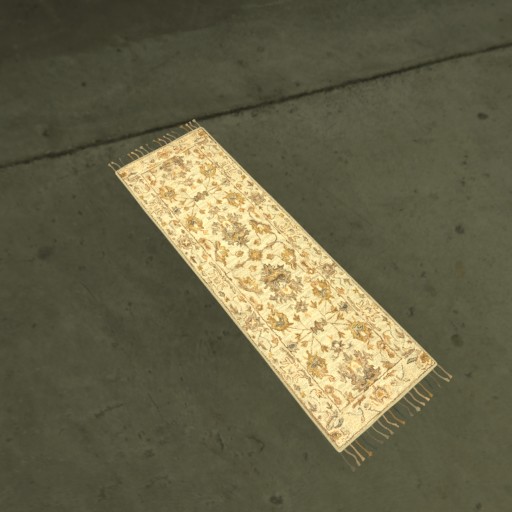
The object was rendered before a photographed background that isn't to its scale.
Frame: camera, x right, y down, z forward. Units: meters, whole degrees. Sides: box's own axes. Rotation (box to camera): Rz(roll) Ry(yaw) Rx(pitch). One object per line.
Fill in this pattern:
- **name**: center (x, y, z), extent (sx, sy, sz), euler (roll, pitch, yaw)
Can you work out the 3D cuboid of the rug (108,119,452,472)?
- **rug**: center (0.000, 0.000, 2.688), extent (0.729, 0.021, 2.438), euler (-34, 65, -18)
